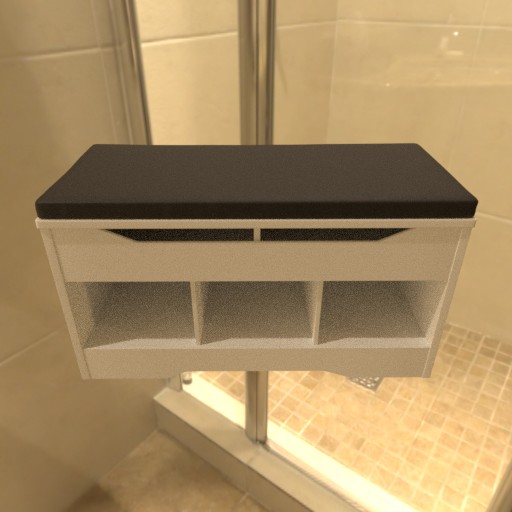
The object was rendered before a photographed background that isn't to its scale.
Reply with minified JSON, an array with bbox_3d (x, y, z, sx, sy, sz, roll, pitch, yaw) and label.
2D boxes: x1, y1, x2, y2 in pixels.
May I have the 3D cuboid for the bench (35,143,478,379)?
[{"bbox_3d":[0.000,0.000,1.175,0.899,0.500,0.401,0,31,0],"label":"bench"}]
